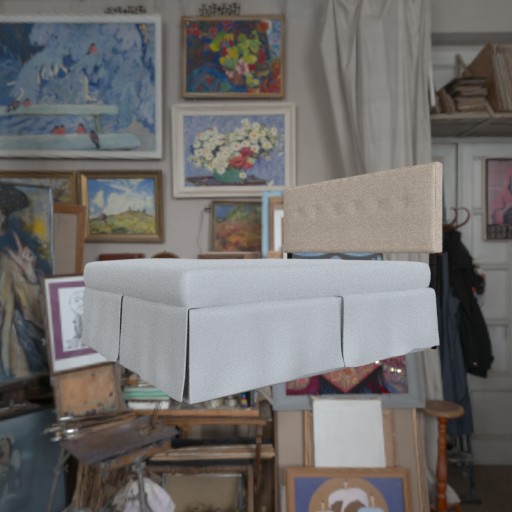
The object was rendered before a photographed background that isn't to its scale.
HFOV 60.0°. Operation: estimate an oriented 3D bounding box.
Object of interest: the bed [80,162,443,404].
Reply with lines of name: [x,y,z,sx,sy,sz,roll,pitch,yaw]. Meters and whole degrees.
bed: [0.000,0.000,3.051,1.978,1.270,1.643,0,1,-37]
